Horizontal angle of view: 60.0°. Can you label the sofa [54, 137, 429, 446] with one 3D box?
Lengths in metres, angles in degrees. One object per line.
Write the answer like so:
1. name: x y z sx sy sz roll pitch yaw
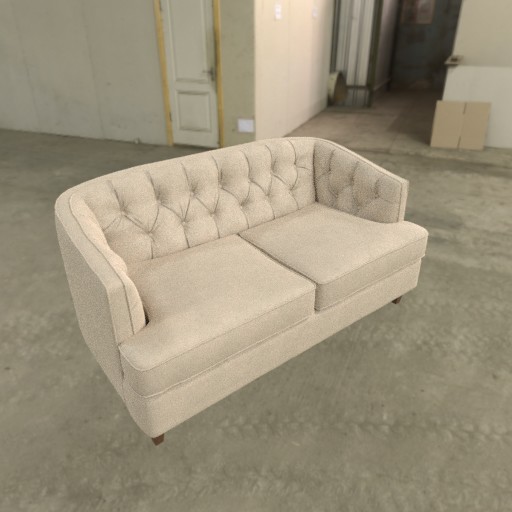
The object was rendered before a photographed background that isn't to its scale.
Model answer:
1. sofa: 0.000 0.000 2.270 1.731 0.878 0.940 -21 36 -33
